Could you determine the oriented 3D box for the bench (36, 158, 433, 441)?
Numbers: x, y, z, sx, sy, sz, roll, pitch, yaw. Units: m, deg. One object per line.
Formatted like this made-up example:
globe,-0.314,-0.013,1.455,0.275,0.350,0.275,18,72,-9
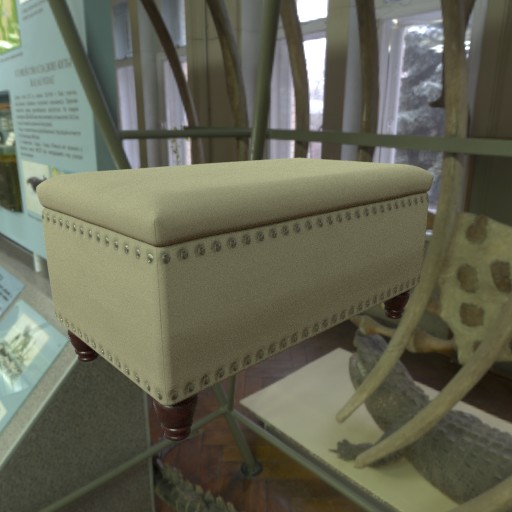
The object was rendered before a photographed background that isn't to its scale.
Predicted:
bench,0.000,0.000,1.155,0.887,0.449,0.500,-15,22,-41
